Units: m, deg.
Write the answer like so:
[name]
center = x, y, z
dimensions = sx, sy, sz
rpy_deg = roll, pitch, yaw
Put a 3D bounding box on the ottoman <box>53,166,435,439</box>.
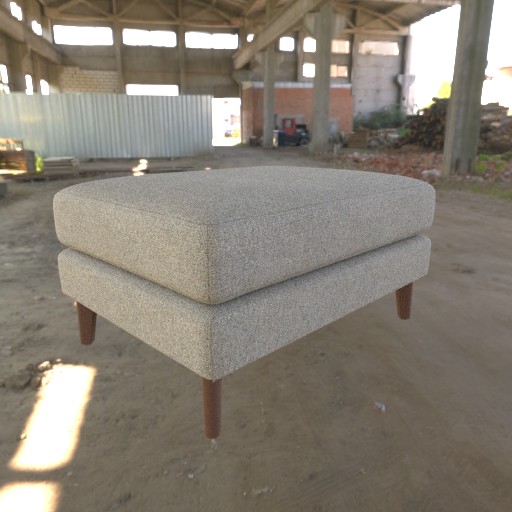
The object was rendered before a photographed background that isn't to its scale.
[ottoman]
center = 0.000, 0.000, 1.186
dimensions = 0.611, 0.441, 0.821
rpy_deg = 15, 22, 43
